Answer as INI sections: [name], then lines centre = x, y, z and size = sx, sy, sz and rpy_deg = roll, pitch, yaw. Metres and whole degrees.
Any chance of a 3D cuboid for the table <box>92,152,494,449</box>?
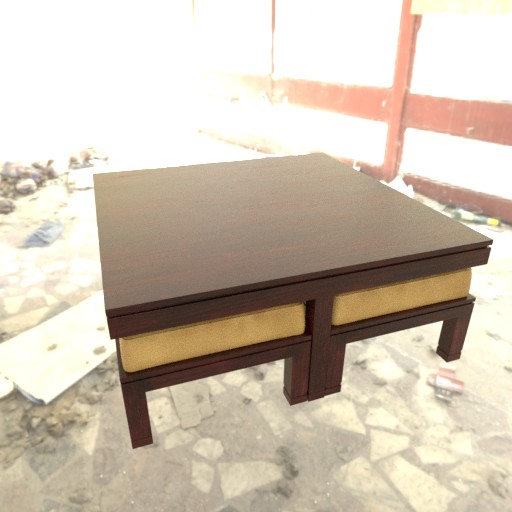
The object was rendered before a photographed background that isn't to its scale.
[table]
centre = 0.000, 0.000, 1.344
size = 0.865, 0.356, 0.865
rpy_deg = -9, 29, -17
